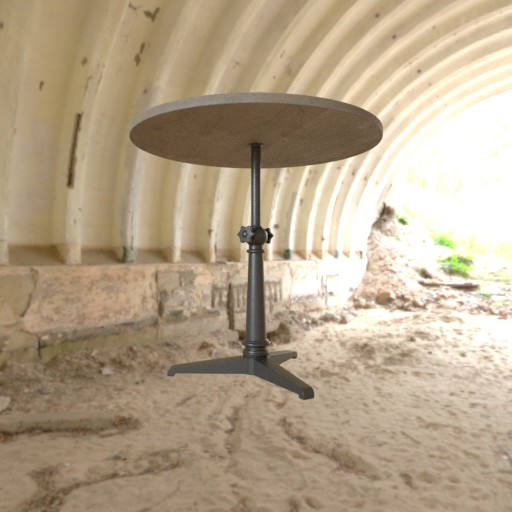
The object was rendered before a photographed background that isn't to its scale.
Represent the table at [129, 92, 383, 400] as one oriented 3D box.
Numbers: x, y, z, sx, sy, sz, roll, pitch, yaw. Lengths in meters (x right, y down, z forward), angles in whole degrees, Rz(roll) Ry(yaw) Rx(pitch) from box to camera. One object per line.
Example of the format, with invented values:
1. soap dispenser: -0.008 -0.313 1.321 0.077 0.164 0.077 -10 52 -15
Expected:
1. table: 0.000 0.000 1.454 0.800 0.780 0.800 0 0 0
